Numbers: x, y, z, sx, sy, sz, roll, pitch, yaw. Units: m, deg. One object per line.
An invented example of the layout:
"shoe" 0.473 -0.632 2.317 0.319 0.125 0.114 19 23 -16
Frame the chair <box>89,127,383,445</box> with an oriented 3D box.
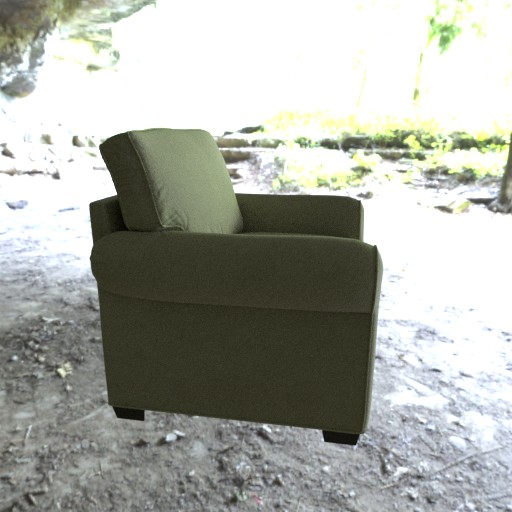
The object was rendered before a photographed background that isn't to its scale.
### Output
"chair" 0.000 0.000 1.877 0.939 1.044 1.147 3 16 10
